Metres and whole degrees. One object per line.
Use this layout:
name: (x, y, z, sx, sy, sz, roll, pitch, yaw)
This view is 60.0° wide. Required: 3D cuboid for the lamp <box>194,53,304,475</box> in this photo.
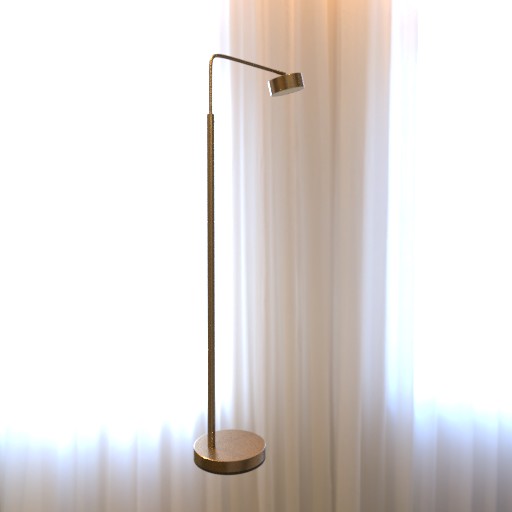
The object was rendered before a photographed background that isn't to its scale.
lamp: (0.000, 0.000, 1.402, 0.418, 1.230, 0.219, -1, 2, -36)
